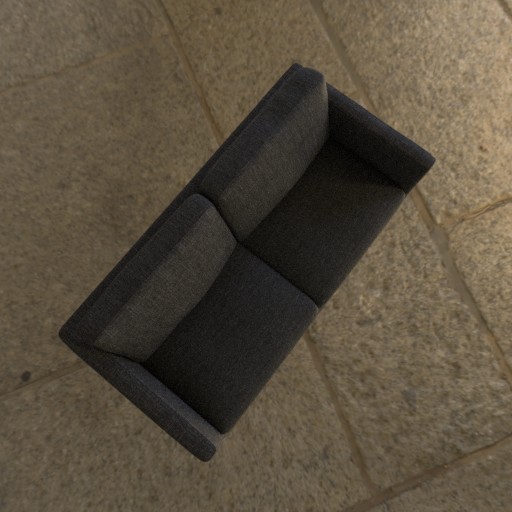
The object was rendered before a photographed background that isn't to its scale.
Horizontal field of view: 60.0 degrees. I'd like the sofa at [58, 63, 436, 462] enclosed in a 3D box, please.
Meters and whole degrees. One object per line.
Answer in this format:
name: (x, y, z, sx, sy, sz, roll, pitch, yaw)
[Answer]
sofa: (0.000, 0.000, 2.431, 0.950, 0.963, 1.884, 38, 80, 8)
